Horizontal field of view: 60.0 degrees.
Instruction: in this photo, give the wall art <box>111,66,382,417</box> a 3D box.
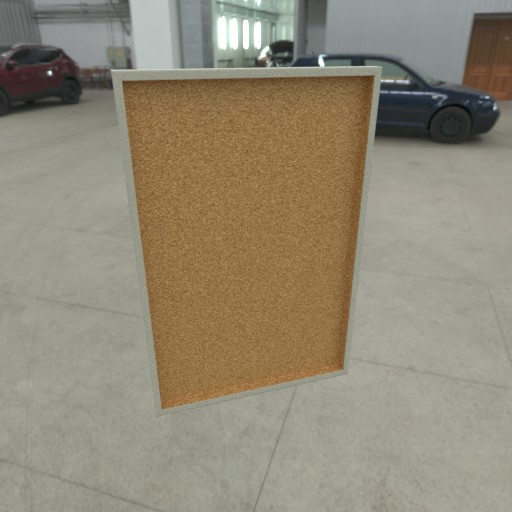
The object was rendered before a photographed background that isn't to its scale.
[{"bbox_3d":[0.000,0.000,1.171,0.610,0.914,0.038,-8,27,-16],"label":"wall art"}]
